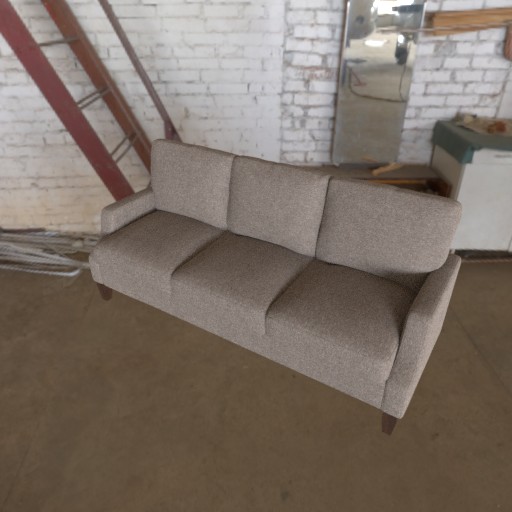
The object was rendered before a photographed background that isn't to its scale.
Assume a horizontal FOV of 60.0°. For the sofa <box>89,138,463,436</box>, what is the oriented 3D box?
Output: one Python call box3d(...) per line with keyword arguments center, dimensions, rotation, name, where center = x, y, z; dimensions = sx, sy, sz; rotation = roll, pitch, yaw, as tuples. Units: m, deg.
box3d(center=(0.000, 0.000, 2.640), dimensions=(2.115, 0.984, 0.888), rotation=(18, 36, 28), name="sofa")
